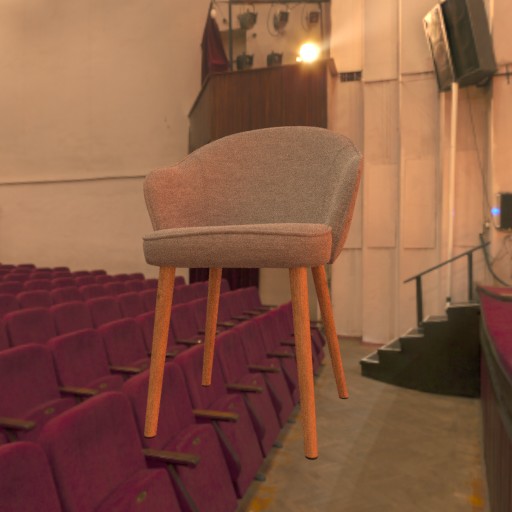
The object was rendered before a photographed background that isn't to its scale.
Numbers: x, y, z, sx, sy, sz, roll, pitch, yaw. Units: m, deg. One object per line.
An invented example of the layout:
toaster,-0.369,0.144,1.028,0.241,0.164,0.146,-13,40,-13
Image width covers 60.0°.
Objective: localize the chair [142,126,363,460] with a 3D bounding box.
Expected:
chair,0.000,0.000,1.145,0.540,0.800,0.530,0,0,16
